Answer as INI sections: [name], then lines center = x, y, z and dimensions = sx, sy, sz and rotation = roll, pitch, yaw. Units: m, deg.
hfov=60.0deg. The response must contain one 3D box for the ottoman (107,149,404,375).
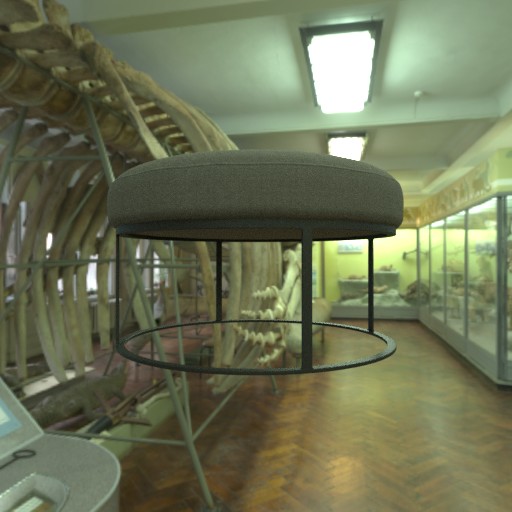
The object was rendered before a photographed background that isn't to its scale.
[ottoman]
center = 0.000, 0.000, 1.211
dimensions = 0.772, 0.460, 0.772
rotation = 0, 0, 0
